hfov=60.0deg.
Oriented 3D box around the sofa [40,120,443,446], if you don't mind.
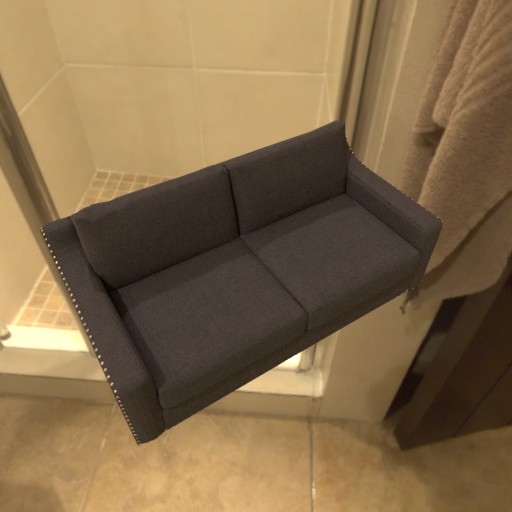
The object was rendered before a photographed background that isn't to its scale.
[{"bbox_3d":[0.000,0.000,3.289,2.550,1.196,1.336,-25,50,-22],"label":"sofa"}]
